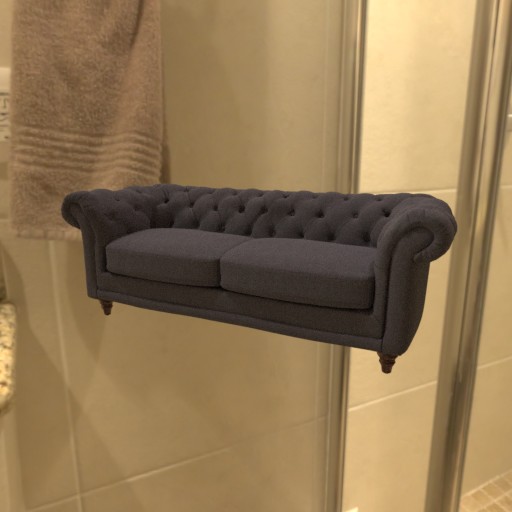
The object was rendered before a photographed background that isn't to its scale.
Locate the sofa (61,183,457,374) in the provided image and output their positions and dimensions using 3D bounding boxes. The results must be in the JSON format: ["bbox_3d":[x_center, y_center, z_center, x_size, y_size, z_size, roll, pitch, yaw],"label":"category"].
[{"bbox_3d":[0.000,0.000,2.864,2.335,0.836,1.046,6,15,25],"label":"sofa"}]
